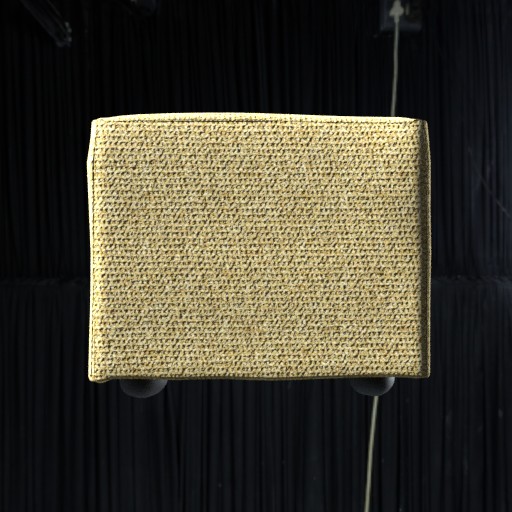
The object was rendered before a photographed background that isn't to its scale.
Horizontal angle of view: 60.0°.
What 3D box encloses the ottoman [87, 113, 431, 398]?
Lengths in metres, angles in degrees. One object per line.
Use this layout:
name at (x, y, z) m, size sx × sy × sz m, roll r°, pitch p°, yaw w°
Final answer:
ottoman at (0.000, 0.000, 0.881) m, size 0.505 × 0.441 × 0.512 m, roll 0°, pitch 0°, yaw -1°
